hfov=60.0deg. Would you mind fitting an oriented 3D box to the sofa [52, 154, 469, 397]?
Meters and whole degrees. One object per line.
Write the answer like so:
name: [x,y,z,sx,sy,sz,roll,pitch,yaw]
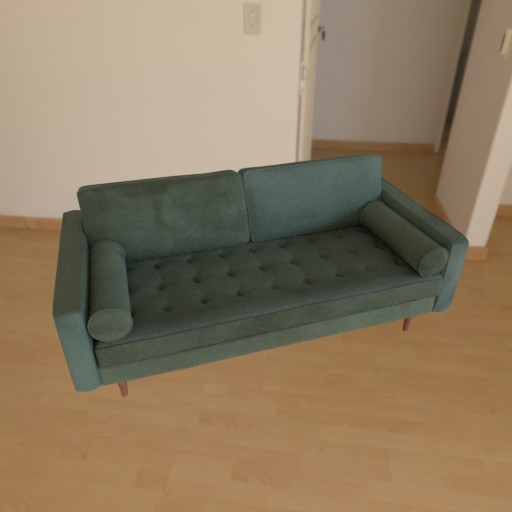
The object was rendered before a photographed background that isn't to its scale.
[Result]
sofa: [0.000,0.000,2.310,1.880,0.772,0.916,-10,33,-15]
